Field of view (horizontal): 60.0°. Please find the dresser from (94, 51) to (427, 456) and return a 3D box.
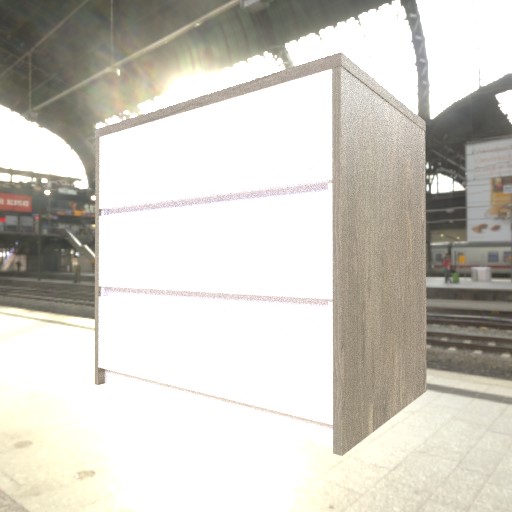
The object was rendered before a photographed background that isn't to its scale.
[{"bbox_3d":[0.000,0.000,1.289,0.809,0.762,0.529,-1,-1,37],"label":"dresser"}]
